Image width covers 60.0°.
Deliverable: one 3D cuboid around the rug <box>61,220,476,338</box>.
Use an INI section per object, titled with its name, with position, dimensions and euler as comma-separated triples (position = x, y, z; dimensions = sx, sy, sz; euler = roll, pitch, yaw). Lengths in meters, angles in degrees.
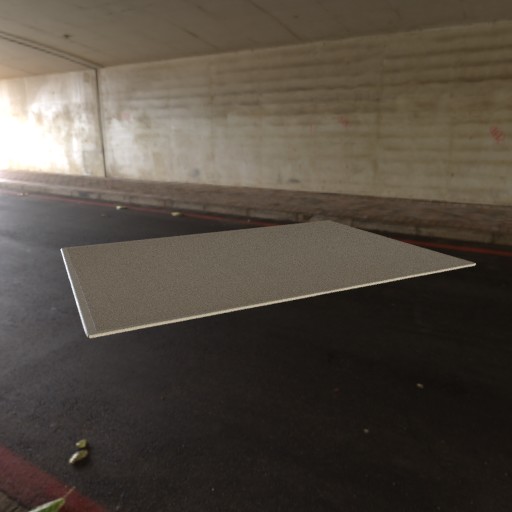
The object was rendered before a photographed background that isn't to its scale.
[rug]
position = 0.000, 0.000, 2.873
dimensions = 2.244, 0.017, 1.532
euler = -8, 17, -25
